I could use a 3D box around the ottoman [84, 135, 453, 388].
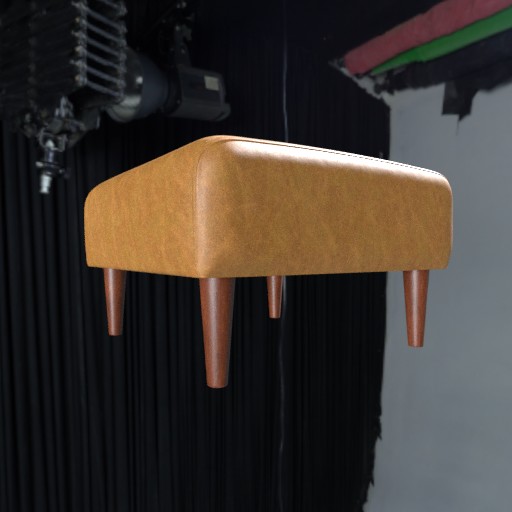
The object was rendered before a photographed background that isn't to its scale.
[{"bbox_3d":[0.000,0.000,1.052,0.650,0.399,0.650,0,1,-35],"label":"ottoman"}]
